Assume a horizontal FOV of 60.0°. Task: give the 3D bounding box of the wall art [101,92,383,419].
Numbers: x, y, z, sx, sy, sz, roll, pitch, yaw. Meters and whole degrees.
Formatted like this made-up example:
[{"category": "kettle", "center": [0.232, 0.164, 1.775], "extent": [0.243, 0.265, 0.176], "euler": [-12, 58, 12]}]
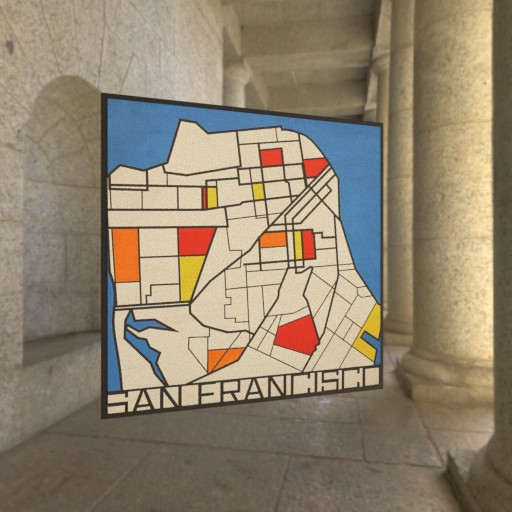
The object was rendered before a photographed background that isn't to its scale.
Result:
[{"category": "wall art", "center": [0.000, 0.000, 1.006], "extent": [0.664, 0.663, 0.015], "euler": [0, 0, -18]}]
